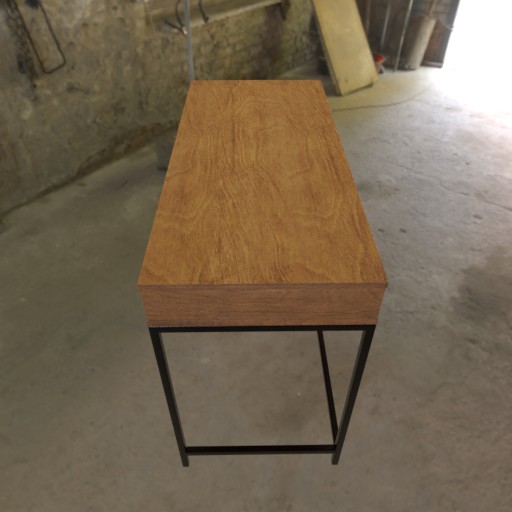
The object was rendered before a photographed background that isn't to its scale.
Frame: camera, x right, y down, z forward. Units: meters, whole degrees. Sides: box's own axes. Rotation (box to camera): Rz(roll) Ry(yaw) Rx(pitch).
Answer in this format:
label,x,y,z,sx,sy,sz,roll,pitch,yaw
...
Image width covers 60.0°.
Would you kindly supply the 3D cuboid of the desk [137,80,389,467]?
label,x,y,z,sx,sy,sz,roll,pitch,yaw
desk,0.000,0.000,1.437,0.470,0.762,1.016,-1,41,-1
